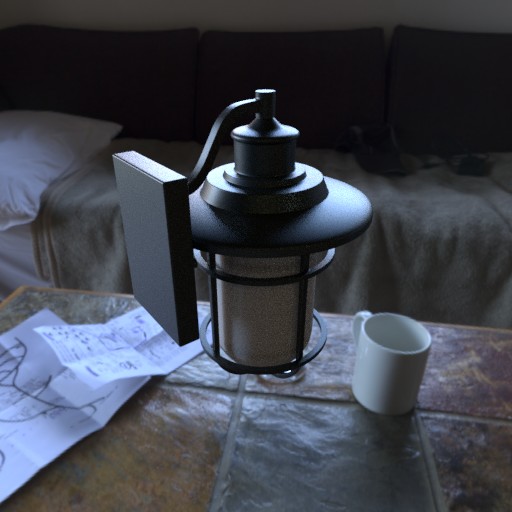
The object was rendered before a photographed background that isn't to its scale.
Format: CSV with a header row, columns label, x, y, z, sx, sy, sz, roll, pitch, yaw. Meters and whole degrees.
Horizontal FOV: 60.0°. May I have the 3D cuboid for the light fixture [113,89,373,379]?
label,x,y,z,sx,sy,sz,roll,pitch,yaw
light fixture,0.000,0.000,0.492,0.252,0.345,0.222,-19,33,-32
